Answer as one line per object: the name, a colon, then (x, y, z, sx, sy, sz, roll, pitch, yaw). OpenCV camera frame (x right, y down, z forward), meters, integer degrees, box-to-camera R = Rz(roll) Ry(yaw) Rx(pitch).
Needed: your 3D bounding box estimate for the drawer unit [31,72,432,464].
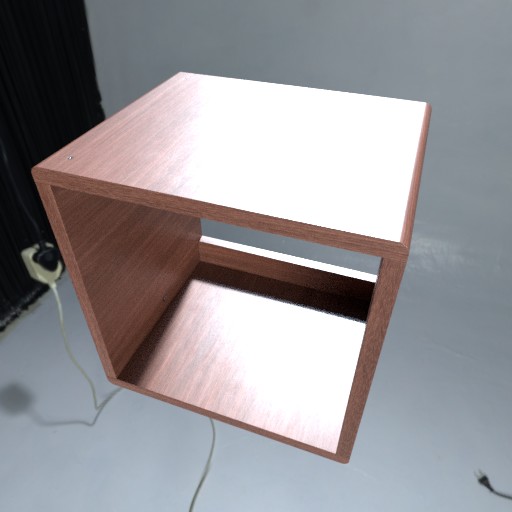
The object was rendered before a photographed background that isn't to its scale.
drawer unit: (0.000, 0.000, 0.588, 0.349, 0.351, 0.290, 13, 42, 15)
